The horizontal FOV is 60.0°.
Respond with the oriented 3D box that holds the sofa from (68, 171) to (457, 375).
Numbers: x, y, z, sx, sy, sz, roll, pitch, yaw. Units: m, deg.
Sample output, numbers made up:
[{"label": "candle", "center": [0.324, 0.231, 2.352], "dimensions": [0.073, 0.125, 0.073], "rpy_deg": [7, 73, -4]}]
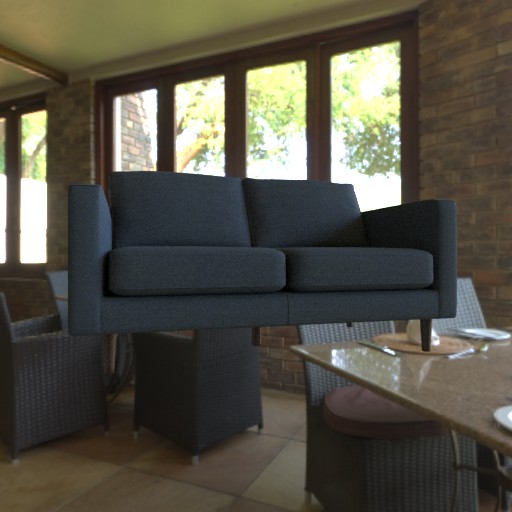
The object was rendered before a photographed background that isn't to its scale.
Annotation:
[{"label": "sofa", "center": [0.000, 0.000, 2.235], "dimensions": [1.659, 0.907, 0.999], "rpy_deg": [0, 0, -16]}]
